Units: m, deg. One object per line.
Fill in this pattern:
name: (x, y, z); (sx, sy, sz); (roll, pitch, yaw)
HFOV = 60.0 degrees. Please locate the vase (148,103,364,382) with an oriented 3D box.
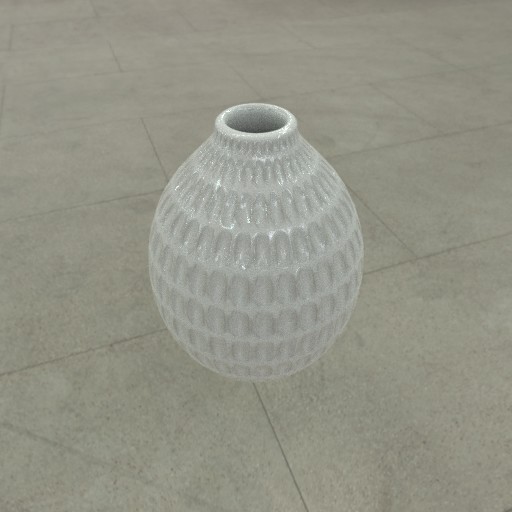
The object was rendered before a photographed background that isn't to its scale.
vase: (0.000, 0.000, 0.341); (0.162, 0.223, 0.162); (0, 42, 0)
